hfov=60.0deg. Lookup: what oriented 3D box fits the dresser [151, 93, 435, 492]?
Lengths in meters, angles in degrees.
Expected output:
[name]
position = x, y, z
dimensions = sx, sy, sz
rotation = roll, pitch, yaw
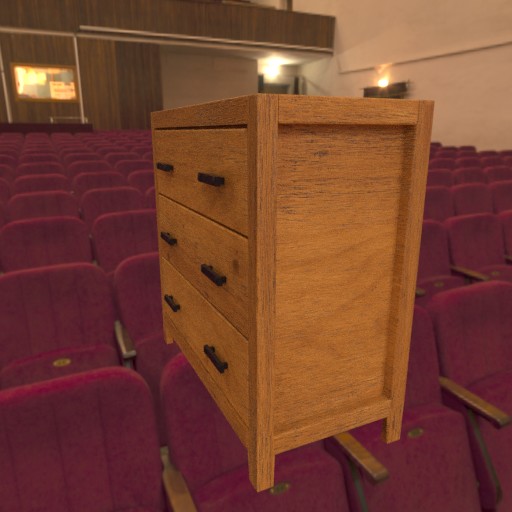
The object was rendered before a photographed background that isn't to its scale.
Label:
[dresser]
position = 0.000, 0.000, 1.265
dimensions = 0.427, 0.804, 0.804
rotation = -7, 17, -24
